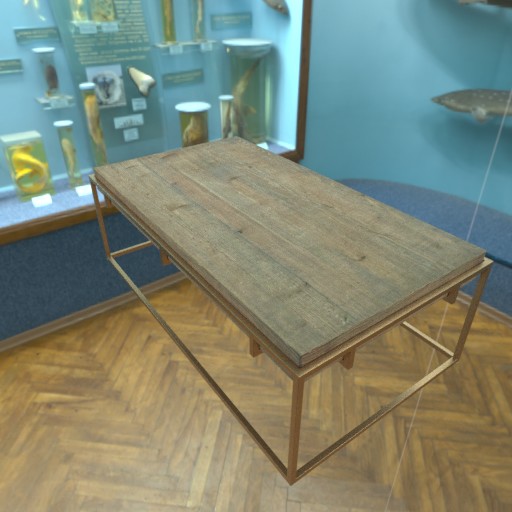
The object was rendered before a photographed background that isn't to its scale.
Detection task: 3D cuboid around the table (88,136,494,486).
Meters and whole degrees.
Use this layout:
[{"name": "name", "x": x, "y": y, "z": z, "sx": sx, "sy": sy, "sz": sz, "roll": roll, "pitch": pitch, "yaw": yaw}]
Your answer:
[{"name": "table", "x": 0.000, "y": 0.000, "z": 1.730, "sx": 0.775, "sy": 0.468, "sz": 1.387, "roll": -22, "pitch": 39, "yaw": -29}]
